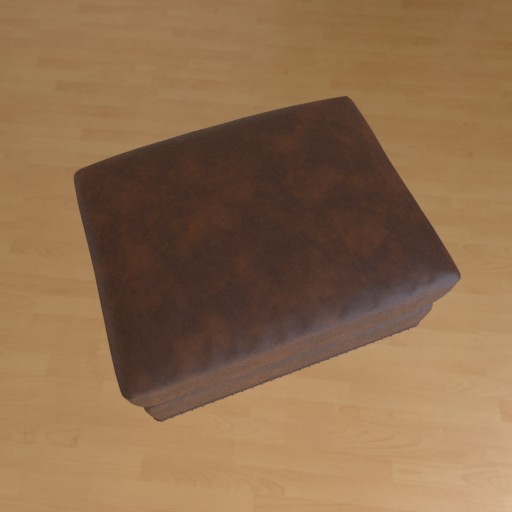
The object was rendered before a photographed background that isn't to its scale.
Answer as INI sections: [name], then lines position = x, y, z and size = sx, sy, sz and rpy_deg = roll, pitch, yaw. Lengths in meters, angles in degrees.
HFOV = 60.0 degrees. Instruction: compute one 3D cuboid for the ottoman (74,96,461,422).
[ottoman]
position = 0.000, 0.000, 1.150
size = 0.742, 0.486, 0.586
rpy_deg = -18, 65, -9
